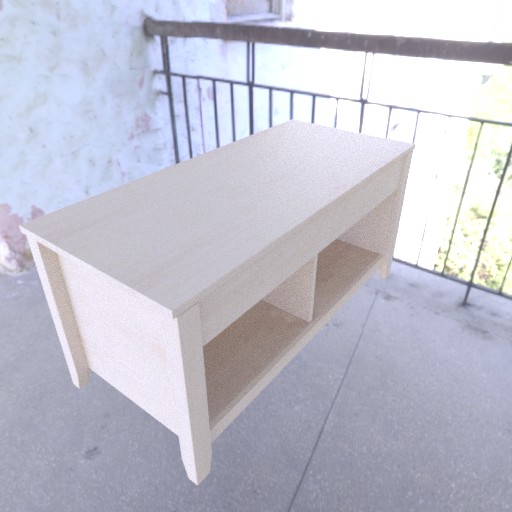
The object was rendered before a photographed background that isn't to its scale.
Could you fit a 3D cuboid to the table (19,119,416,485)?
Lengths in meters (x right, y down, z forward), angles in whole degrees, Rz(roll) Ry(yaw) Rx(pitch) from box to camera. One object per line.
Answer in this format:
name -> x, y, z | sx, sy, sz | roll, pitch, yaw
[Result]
table -> 0.000, 0.000, 1.267 | 0.457, 0.483, 1.016 | 22, 39, 31
